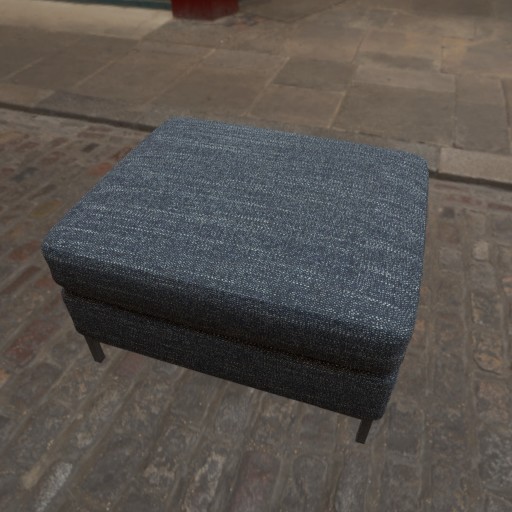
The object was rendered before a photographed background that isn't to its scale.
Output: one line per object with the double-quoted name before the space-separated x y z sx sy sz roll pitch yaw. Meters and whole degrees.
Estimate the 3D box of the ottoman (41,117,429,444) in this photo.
"ottoman" 0.000 0.000 1.217 0.814 0.491 0.667 13 44 13
